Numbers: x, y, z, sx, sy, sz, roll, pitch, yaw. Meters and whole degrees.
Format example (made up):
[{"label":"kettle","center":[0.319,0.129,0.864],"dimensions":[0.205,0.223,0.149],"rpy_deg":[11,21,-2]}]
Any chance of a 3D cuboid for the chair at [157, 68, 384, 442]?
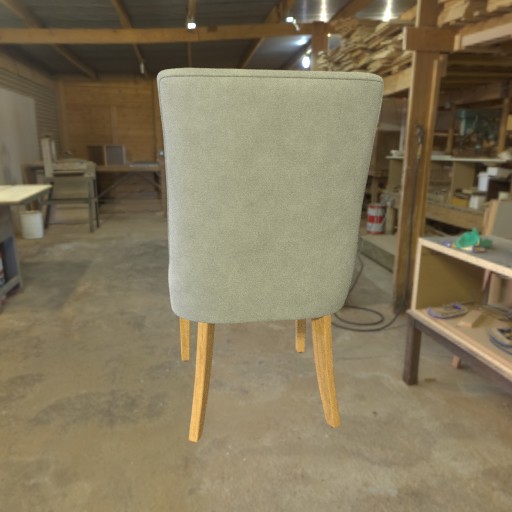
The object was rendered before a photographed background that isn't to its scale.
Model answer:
[{"label":"chair","center":[0.000,0.000,1.249],"dimensions":[0.495,0.902,0.610],"rpy_deg":[-2,15,-9]}]
